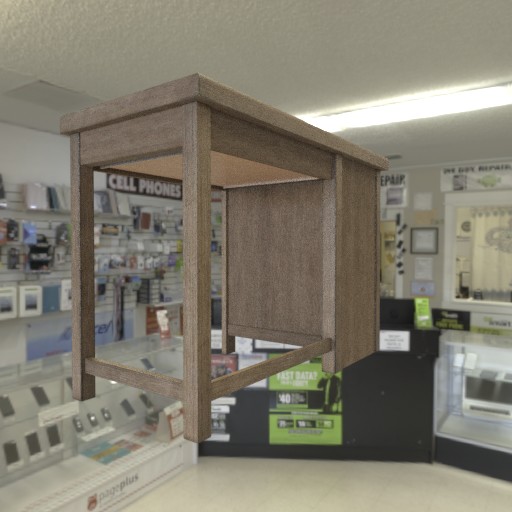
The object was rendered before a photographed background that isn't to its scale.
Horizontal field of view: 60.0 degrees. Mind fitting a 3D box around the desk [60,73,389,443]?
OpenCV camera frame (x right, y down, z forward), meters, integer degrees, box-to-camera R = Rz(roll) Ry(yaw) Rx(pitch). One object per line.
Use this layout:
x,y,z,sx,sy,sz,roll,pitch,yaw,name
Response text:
0.000,0.000,1.764,0.610,0.912,1.289,1,2,36,desk
